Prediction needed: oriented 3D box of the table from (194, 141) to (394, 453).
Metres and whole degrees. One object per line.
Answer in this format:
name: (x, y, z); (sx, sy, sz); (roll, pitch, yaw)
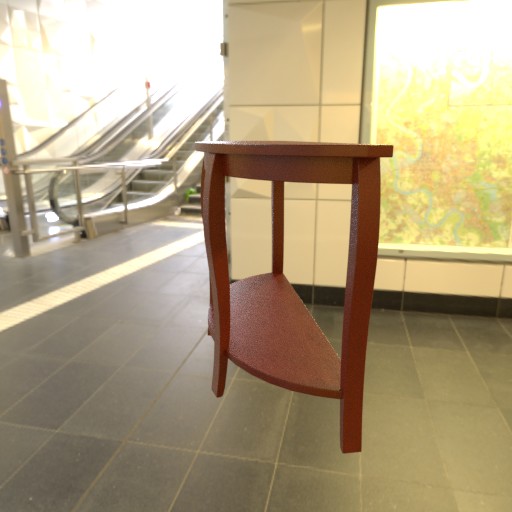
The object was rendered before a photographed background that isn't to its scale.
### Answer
table: (0.000, 0.000, 1.566); (0.405, 0.779, 1.219); (-2, 15, -8)
